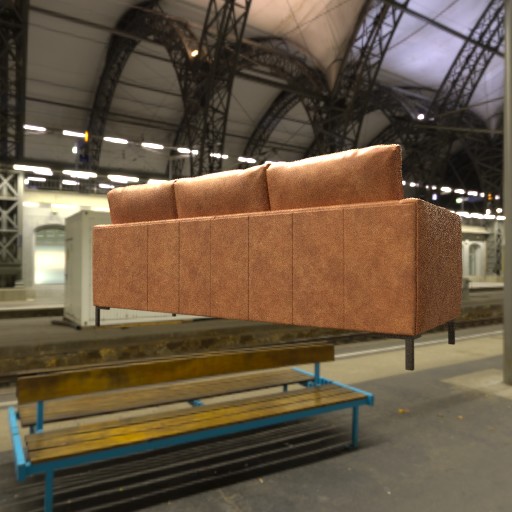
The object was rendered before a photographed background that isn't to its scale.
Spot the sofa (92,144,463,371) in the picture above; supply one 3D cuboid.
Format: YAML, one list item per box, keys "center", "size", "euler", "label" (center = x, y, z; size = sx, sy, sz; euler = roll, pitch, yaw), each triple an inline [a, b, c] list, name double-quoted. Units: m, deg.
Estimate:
- center: [0.000, 0.000, 2.471]
  size: [2.029, 0.863, 0.748]
  euler: [-1, -1, 36]
  label: "sofa"
